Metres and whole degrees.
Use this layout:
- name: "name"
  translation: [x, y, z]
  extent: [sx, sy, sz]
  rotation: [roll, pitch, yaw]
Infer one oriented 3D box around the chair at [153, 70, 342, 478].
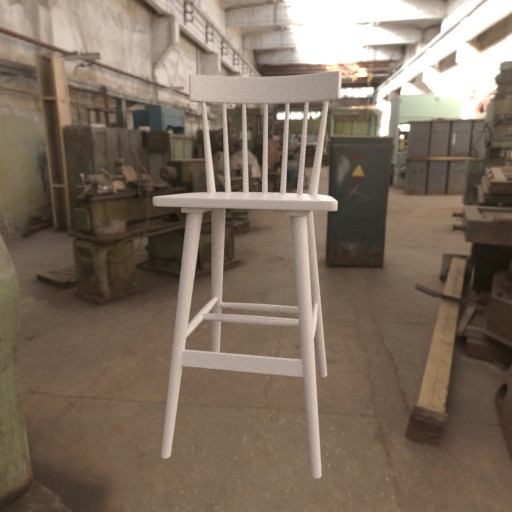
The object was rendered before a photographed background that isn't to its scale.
- name: "chair"
  translation: [0.000, 0.000, 1.377]
  extent: [0.483, 1.092, 0.572]
  rotation: [3, 15, 10]
